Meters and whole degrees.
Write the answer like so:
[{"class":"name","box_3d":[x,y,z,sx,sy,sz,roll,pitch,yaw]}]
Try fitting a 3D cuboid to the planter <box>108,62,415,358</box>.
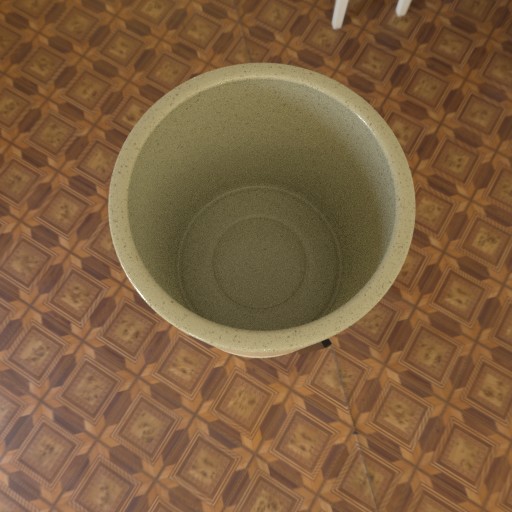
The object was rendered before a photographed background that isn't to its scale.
[{"class":"planter","box_3d":[0.000,0.000,0.525,0.243,0.390,0.234,-1,76,0]}]
